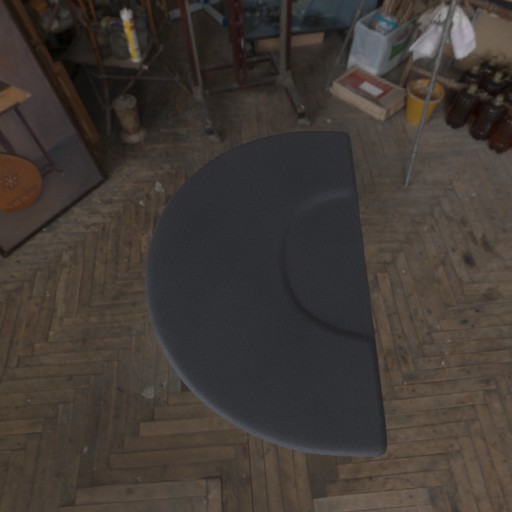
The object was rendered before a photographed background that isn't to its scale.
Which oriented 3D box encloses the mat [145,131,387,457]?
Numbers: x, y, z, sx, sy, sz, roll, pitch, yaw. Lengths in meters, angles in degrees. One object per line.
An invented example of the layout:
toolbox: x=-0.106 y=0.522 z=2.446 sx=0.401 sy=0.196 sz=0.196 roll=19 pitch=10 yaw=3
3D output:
mat: x=0.000 y=0.000 z=1.855 sx=0.917 sy=0.022 sz=1.525 roll=1 pitch=58 yaw=1
